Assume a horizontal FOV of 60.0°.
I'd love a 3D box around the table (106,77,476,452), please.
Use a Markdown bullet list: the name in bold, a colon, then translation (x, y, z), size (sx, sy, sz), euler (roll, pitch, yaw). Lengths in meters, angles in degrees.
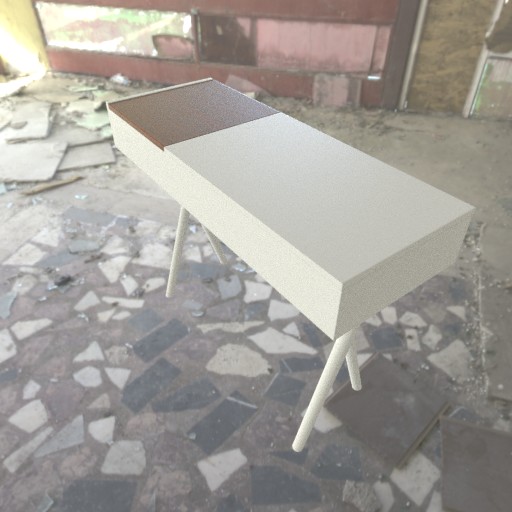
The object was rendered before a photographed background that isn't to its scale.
- **table**: translation (0.000, 0.000, 1.440), size (0.418, 0.785, 1.066), euler (-25, 46, -27)
